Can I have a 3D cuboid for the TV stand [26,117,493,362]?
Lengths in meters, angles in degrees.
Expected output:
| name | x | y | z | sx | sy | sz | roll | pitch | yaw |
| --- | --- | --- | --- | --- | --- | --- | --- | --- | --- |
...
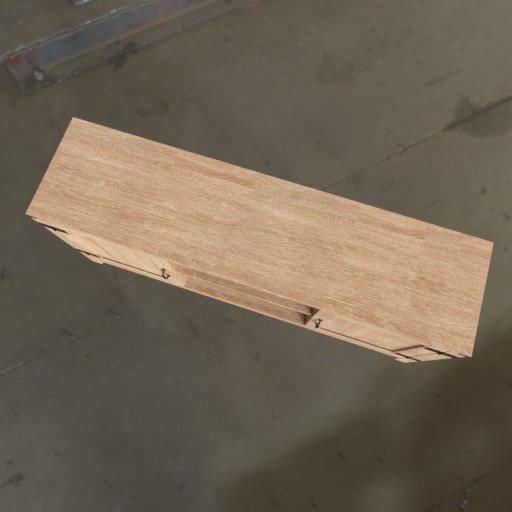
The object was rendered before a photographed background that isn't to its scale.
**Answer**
| name | x | y | z | sx | sy | sz | roll | pitch | yaw |
| --- | --- | --- | --- | --- | --- | --- | --- | --- | --- |
| TV stand | 0.000 | 0.000 | 1.718 | 1.466 | 0.610 | 0.398 | 17 | 75 | 5 |
